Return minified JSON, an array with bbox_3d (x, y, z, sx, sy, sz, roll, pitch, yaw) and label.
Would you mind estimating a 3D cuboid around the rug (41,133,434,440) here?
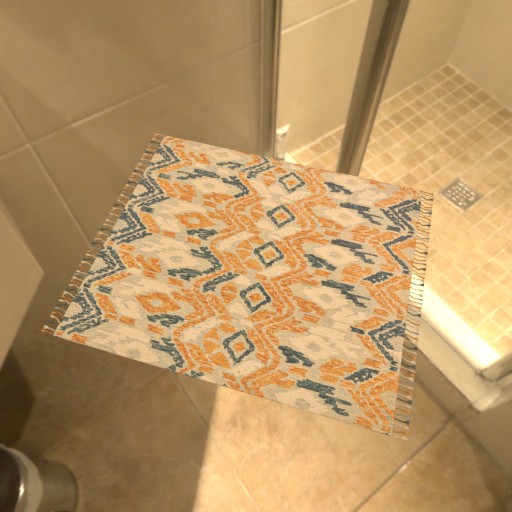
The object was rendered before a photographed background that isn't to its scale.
[{"bbox_3d":[0.000,0.000,4.095,3.048,0.010,2.439,14,60,8],"label":"rug"}]
